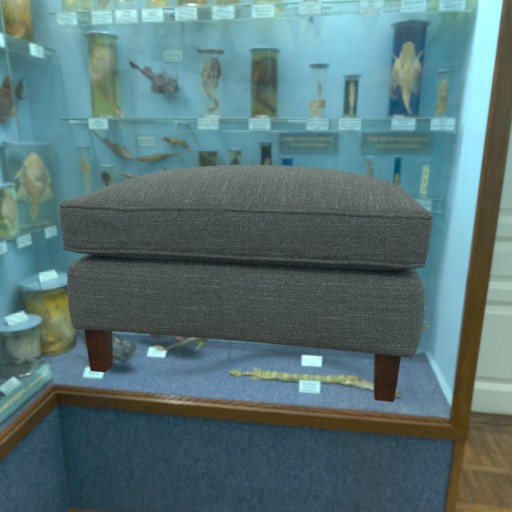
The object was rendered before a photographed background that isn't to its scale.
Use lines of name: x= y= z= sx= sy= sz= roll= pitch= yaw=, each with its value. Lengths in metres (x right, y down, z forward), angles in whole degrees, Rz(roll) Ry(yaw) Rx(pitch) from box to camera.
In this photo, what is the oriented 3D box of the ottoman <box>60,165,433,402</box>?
ottoman: x=0.000 y=0.000 z=1.016 sx=0.686 sy=0.406 sz=0.508 roll=3 pitch=15 yaw=10
